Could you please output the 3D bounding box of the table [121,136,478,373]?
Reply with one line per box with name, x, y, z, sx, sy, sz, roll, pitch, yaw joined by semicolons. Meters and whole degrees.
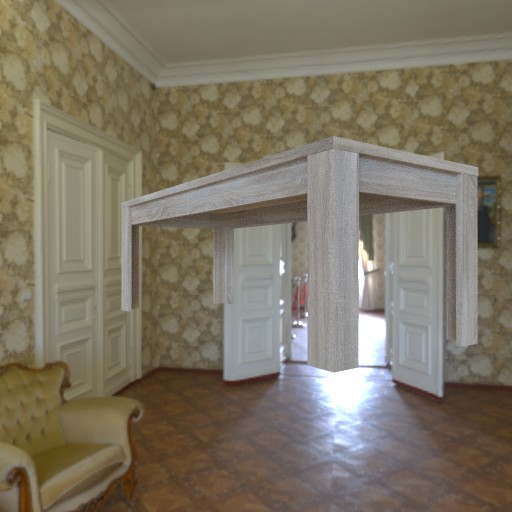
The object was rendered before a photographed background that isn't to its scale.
table;0.000;0.000;2.633;0.900;0.790;2.200;0;0;-35
